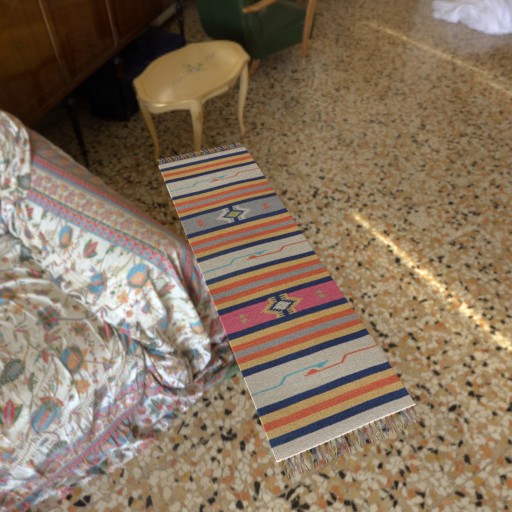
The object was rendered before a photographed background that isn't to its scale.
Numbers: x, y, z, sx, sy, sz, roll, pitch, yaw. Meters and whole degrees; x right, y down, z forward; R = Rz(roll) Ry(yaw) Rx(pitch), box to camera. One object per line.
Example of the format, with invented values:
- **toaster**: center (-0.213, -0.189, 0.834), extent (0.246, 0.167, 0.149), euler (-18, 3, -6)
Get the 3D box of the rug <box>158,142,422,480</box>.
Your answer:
- **rug**: center (0.000, 0.000, 2.689), extent (0.695, 0.017, 2.455), euler (-16, 49, -14)
